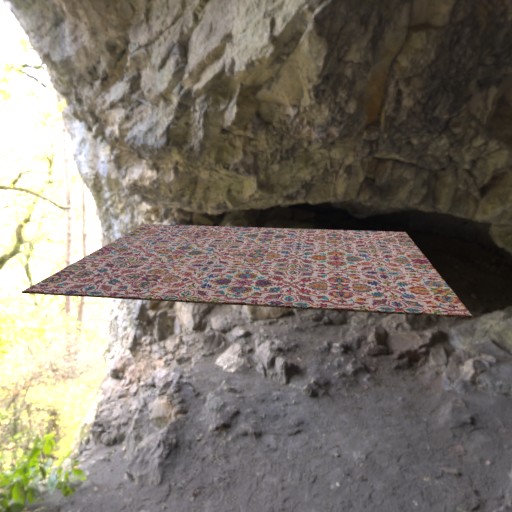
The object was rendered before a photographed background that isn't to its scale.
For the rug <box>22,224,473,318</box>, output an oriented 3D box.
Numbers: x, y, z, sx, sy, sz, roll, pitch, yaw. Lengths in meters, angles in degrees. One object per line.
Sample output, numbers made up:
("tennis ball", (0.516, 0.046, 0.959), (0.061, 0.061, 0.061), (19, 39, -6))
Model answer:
("rug", (0.000, 0.000, 4.264), (3.215, 0.020, 2.446), (2, 16, 8))
